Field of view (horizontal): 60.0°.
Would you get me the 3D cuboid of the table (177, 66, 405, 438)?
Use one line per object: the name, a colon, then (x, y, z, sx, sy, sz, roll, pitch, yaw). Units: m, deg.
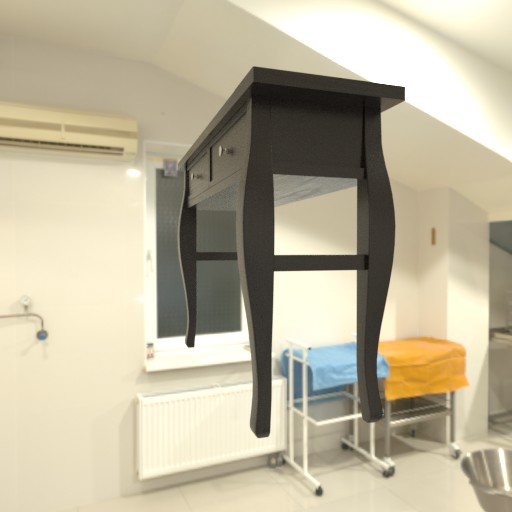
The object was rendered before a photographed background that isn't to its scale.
table: (0.000, 0.000, 1.441, 0.373, 0.768, 1.062, 0, 1, -18)
